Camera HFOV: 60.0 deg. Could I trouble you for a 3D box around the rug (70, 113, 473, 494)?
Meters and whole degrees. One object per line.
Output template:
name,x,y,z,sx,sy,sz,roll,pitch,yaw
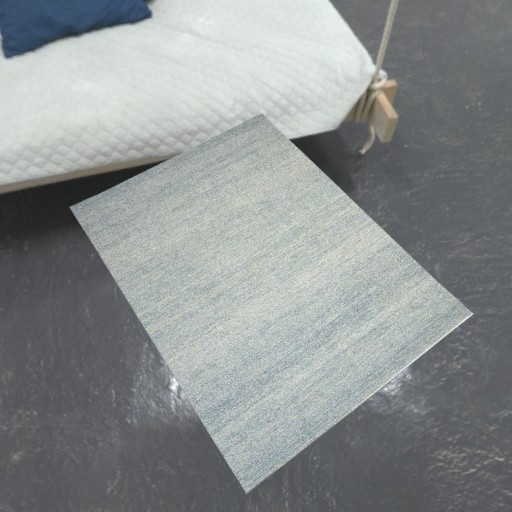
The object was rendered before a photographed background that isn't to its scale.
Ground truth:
rug,0.000,0.000,4.258,2.461,0.046,3.237,-31,63,-18
